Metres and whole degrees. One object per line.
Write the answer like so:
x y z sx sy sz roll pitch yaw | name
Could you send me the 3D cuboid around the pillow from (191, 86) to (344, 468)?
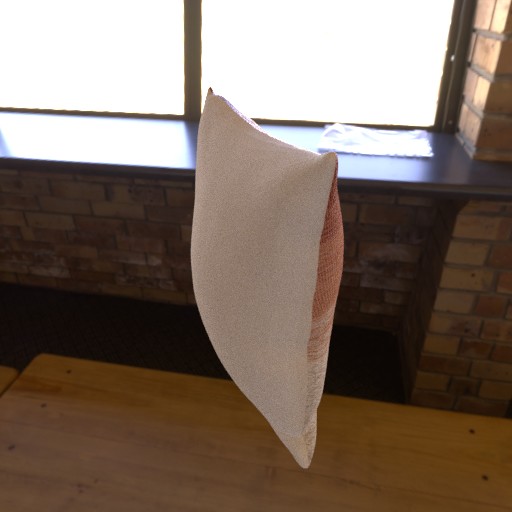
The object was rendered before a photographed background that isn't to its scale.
0.000 0.000 0.680 0.182 0.441 0.440 -11 32 -18 | pillow
